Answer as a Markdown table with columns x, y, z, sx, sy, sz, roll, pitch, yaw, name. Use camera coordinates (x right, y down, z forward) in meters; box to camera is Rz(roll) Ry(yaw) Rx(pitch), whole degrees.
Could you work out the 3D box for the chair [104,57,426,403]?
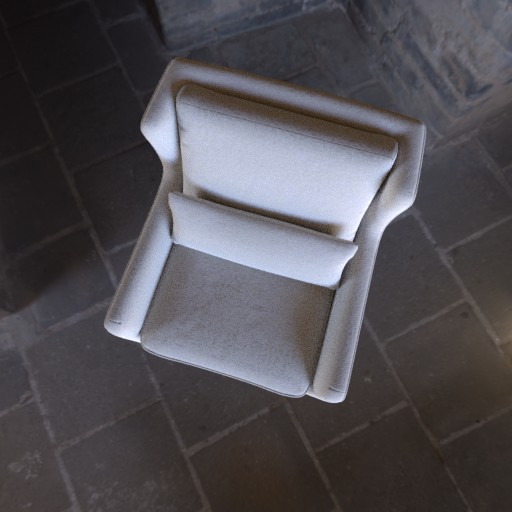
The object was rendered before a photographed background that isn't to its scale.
| x | y | z | sx | sy | sz | roll | pitch | yaw | name |
| --- | --- | --- | --- | --- | --- | --- | --- | --- | --- |
| 0.000 | 0.000 | 1.913 | 0.982 | 1.056 | 1.040 | 16 | 76 | 4 | chair |
